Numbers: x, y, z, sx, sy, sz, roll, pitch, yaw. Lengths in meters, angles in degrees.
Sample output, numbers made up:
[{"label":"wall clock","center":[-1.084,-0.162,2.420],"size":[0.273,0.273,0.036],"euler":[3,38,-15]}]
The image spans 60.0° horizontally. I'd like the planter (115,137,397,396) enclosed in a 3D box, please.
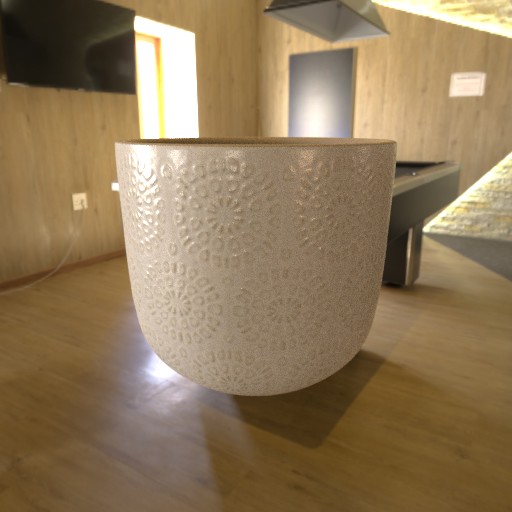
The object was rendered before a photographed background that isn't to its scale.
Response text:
[{"label":"planter","center":[0.000,0.000,0.299],"size":[0.170,0.152,0.170],"euler":[0,16,0]}]
